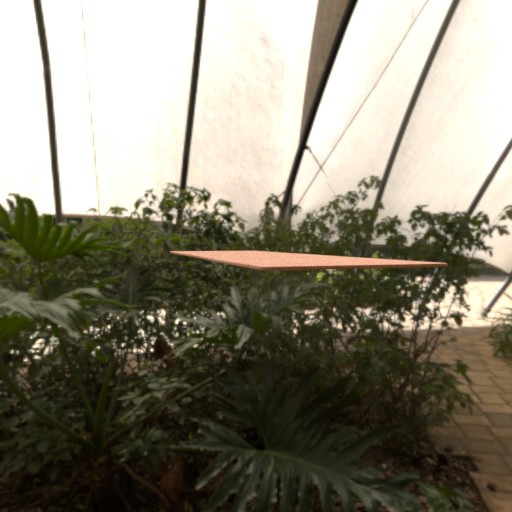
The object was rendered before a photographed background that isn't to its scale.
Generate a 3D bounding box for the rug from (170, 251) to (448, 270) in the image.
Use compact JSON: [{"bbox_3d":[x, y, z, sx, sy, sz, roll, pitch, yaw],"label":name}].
[{"bbox_3d":[0.000,0.000,2.714,0.760,0.015,2.435,-1,2,-18],"label":"rug"}]
